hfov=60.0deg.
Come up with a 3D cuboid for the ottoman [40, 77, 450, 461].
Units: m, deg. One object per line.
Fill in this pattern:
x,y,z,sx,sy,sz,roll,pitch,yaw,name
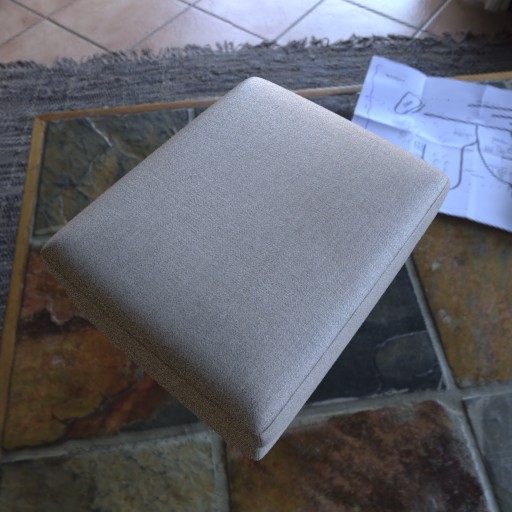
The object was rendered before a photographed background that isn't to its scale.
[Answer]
0.000,0.000,1.217,0.671,0.490,0.820,34,65,19,ottoman
